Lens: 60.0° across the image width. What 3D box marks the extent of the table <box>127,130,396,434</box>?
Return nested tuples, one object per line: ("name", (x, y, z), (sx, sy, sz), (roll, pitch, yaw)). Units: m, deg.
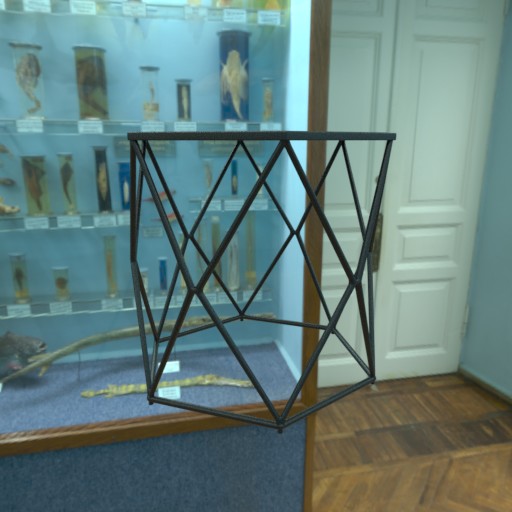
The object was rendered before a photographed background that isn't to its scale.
("table", (0.000, 0.000, 1.055), (0.579, 0.564, 0.578), (-2, 15, -9))
